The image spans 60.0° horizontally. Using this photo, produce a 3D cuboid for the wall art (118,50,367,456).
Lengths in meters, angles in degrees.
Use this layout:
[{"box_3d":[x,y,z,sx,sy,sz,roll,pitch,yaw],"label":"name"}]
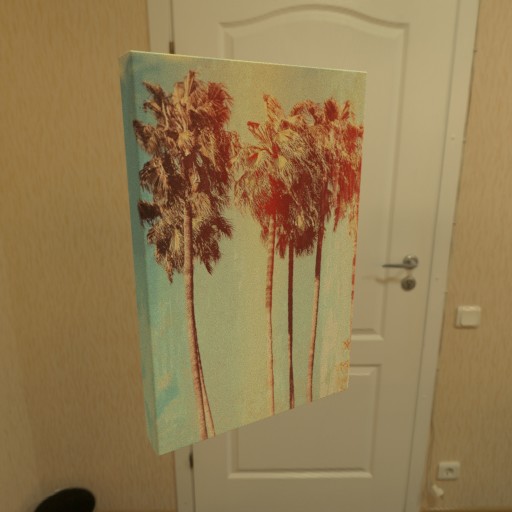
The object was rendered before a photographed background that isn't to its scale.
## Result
[{"box_3d":[0.000,0.000,0.475,0.251,0.380,0.039,-9,17,-29],"label":"wall art"}]
